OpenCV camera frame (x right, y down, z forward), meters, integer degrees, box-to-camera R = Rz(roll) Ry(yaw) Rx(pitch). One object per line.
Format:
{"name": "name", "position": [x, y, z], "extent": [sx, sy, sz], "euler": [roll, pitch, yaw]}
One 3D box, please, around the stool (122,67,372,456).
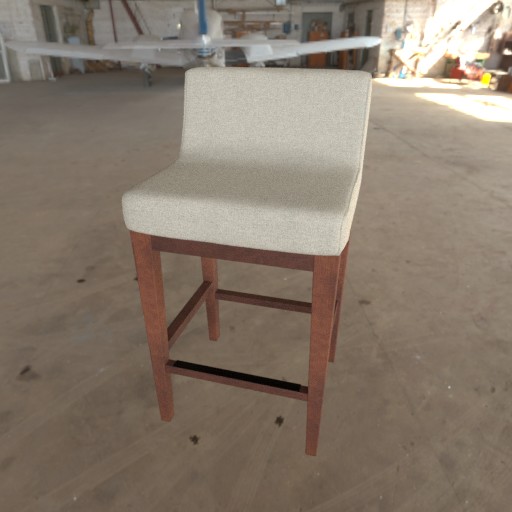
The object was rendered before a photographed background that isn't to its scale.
{"name": "stool", "position": [0.000, 0.000, 1.230], "extent": [0.511, 0.937, 0.500], "euler": [7, 28, 14]}
